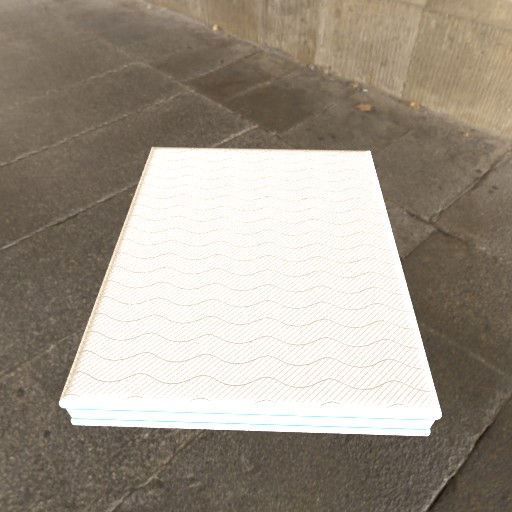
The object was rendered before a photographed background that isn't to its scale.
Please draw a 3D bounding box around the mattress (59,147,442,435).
[{"bbox_3d":[0.000,0.000,2.615,1.600,0.230,2.000,1,45,1],"label":"mattress"}]
